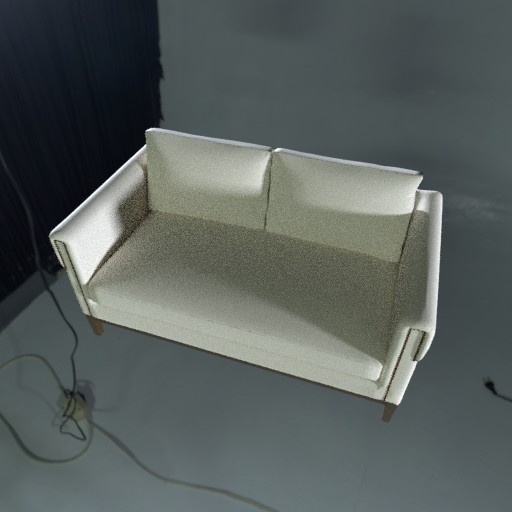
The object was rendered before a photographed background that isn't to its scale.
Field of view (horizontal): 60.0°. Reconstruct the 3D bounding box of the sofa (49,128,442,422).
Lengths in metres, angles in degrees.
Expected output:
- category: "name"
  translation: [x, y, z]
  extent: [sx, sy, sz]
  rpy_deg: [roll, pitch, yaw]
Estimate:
- category: "sofa"
  translation: [0.000, 0.000, 2.148]
  extent: [1.598, 0.873, 0.905]
  rpy_deg: [13, 44, 14]
